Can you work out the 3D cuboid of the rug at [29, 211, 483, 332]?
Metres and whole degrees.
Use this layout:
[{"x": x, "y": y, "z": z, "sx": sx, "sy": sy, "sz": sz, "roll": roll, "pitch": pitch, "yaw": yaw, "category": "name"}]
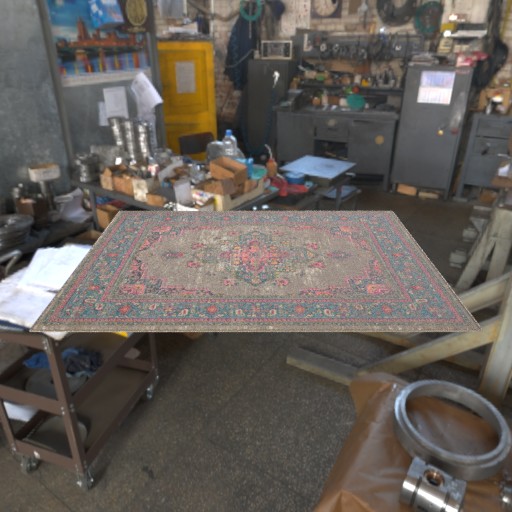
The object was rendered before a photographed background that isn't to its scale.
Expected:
[{"x": 0.000, "y": 0.000, "z": 2.870, "sx": 2.214, "sy": 0.013, "sz": 1.609, "roll": 0, "pitch": 27, "yaw": 0, "category": "rug"}]
